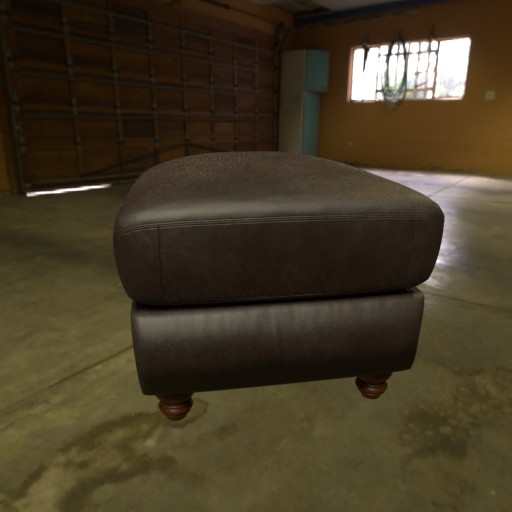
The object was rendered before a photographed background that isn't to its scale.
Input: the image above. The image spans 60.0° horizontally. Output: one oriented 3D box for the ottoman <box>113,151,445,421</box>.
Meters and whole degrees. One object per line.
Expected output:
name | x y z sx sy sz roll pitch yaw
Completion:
ottoman | 0.000 0.000 1.260 0.670 0.569 0.806 -3 17 -10
